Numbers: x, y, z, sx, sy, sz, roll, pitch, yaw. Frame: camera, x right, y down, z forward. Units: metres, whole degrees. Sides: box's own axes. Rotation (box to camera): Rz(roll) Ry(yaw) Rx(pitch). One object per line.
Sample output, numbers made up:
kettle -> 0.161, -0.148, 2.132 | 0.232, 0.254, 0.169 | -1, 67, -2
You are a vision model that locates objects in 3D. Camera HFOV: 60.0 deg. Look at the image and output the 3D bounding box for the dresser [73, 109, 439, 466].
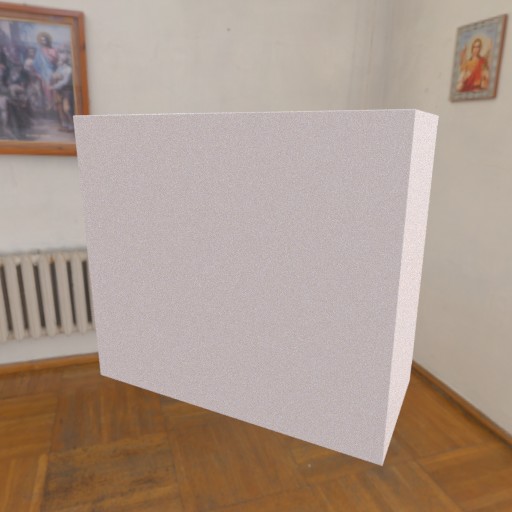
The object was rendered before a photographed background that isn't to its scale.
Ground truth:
dresser -> 0.000, 0.000, 1.226 | 0.830, 0.740, 0.420 | 8, 18, 26
